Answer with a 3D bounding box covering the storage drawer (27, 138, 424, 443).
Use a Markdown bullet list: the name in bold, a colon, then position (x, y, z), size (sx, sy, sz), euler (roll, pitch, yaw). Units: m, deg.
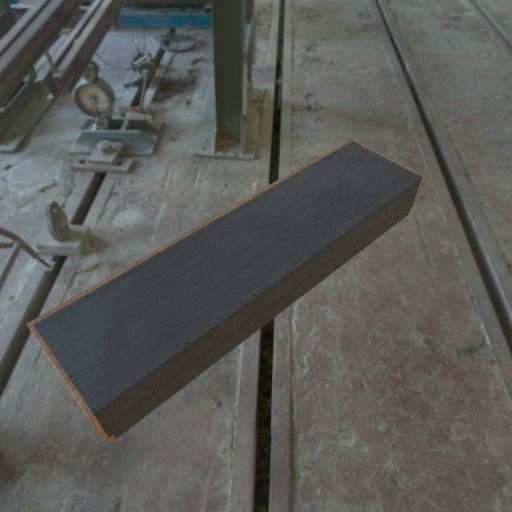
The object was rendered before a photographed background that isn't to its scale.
- **storage drawer**: position (0.000, 0.000, 2.212), size (2.032, 0.264, 0.538), euler (-33, 55, -27)
